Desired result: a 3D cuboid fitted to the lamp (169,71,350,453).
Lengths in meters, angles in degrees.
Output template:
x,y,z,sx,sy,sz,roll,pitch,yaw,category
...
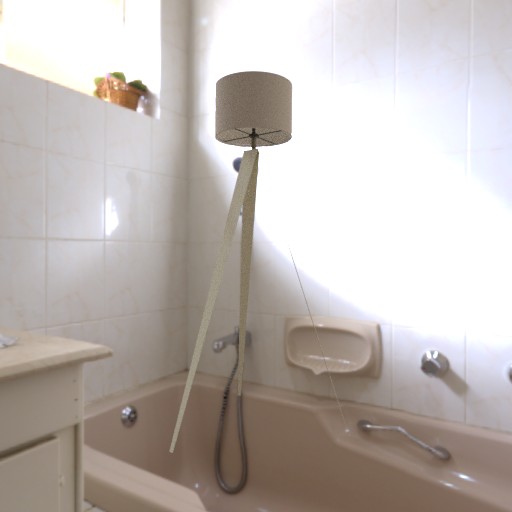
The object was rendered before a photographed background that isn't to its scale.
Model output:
x,y,z,sx,sy,sz,roll,pitch,yaw,category
0.000,0.000,1.926,0.724,1.524,0.716,0,0,35,lamp
